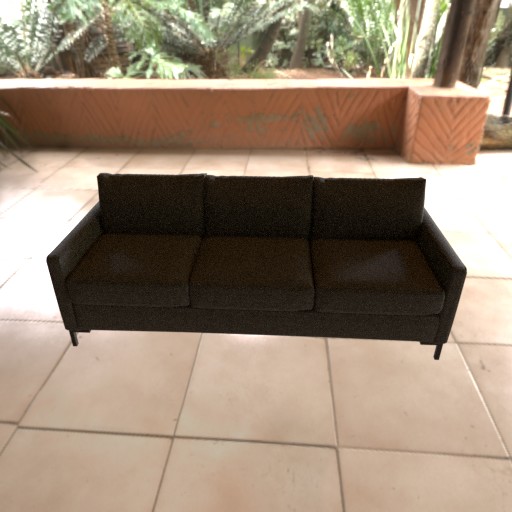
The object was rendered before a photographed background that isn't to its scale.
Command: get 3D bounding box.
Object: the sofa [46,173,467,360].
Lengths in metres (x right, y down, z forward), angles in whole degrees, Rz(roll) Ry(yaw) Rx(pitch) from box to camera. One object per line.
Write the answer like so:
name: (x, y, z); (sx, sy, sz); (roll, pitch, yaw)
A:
sofa: (0.000, 0.000, 2.760); (2.253, 0.879, 0.876); (2, 30, 3)
